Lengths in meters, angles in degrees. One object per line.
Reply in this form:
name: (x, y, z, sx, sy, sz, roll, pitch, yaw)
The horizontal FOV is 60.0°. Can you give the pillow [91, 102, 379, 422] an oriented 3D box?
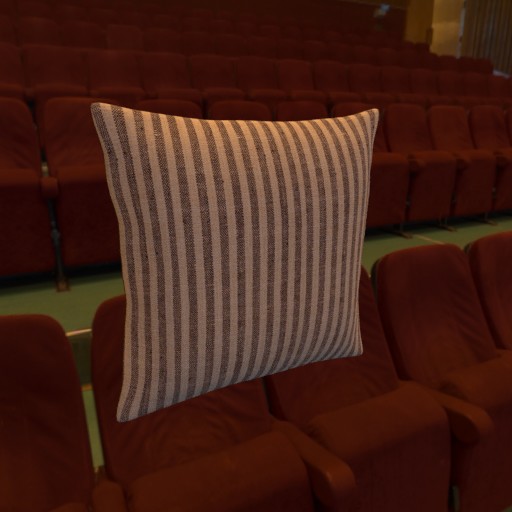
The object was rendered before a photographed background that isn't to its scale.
pillow: (0.000, 0.000, 0.786, 0.523, 0.506, 0.166, -8, 18, -26)
